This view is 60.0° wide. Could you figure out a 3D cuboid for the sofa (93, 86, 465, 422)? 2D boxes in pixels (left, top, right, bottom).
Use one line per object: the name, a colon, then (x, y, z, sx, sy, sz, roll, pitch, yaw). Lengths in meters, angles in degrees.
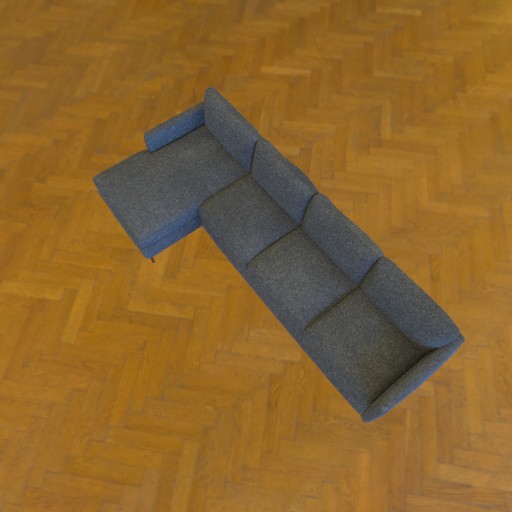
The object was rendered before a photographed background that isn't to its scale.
sofa: (0.000, 0.000, 3.464, 1.350, 0.810, 2.932, -35, 68, -16)
